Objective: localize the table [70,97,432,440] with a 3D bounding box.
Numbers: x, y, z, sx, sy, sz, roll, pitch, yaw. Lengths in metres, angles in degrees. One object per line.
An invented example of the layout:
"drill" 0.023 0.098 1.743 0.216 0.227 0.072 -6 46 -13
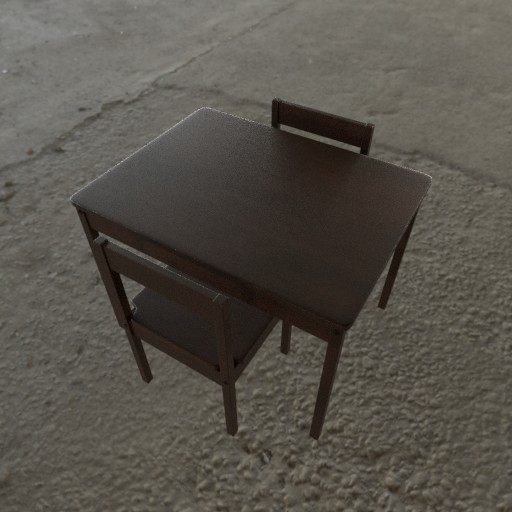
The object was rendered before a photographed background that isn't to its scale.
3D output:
"table" 0.000 0.000 1.130 0.650 0.503 0.672 23 50 22
